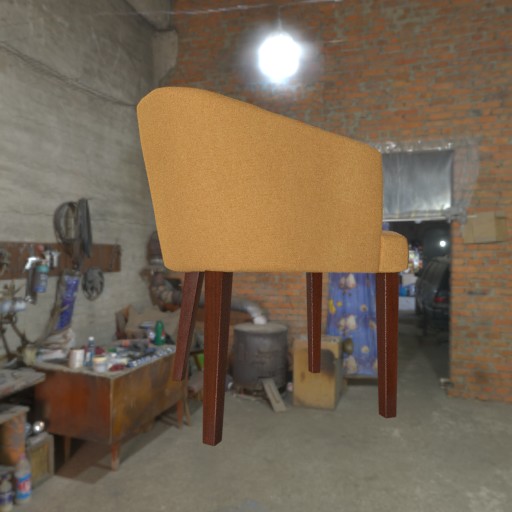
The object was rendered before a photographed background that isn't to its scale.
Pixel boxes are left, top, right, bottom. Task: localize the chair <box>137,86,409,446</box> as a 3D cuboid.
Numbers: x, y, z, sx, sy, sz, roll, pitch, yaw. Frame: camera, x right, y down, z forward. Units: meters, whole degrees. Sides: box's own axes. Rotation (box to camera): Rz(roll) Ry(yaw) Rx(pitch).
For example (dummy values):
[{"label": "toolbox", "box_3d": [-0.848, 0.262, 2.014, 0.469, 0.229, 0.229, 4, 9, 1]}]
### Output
[{"label": "chair", "box_3d": [0.000, 0.000, 1.258, 0.655, 0.811, 0.583, 0, 0, -17]}]
